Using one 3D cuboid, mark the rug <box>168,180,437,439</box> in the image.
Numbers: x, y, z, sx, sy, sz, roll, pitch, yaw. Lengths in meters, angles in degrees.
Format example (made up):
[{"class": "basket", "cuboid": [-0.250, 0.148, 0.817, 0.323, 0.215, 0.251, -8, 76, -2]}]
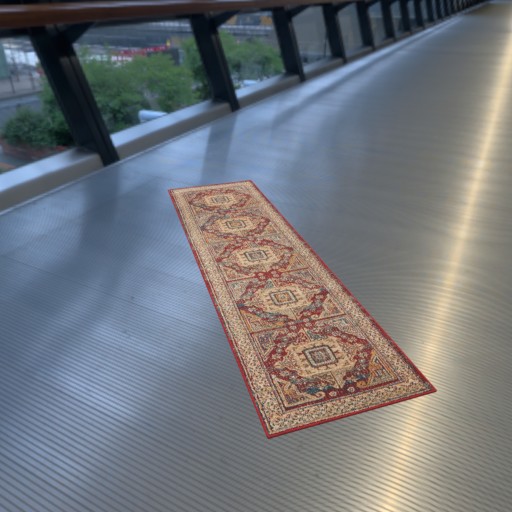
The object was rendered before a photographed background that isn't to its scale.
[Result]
[{"class": "rug", "cuboid": [0.000, 0.000, 2.480, 0.659, 0.015, 2.292, -9, 31, -15]}]
